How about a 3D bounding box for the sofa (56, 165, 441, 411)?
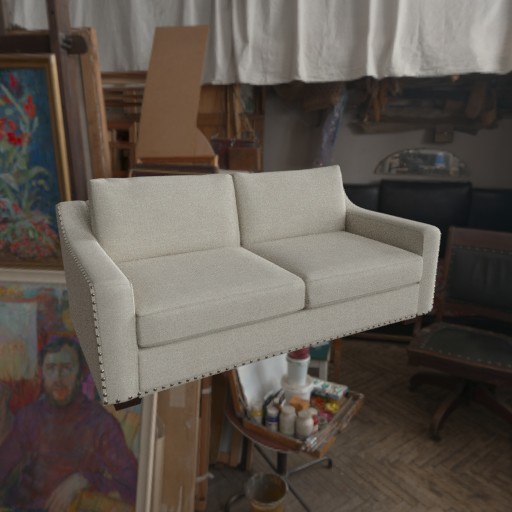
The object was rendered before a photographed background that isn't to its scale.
[{"bbox_3d":[0.000,0.000,2.743,2.107,0.983,1.104,-9,19,-28],"label":"sofa"}]
